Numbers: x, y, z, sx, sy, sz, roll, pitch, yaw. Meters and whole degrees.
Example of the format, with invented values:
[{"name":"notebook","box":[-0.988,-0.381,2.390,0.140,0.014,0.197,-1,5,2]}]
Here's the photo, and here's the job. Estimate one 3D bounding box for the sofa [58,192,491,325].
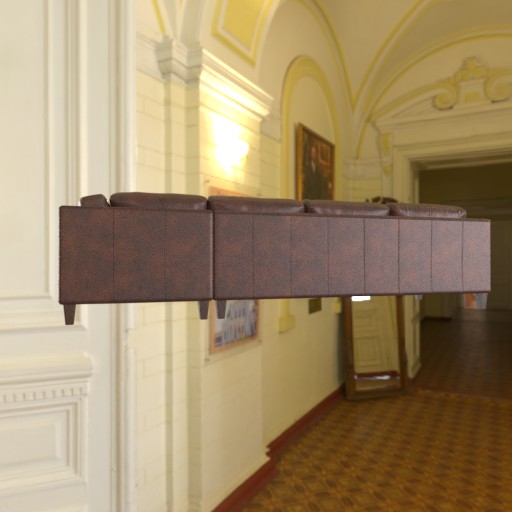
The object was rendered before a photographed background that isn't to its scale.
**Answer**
[{"name":"sofa","box":[0.000,0.000,4.192,3.152,0.836,2.438,0,0,-17]}]
